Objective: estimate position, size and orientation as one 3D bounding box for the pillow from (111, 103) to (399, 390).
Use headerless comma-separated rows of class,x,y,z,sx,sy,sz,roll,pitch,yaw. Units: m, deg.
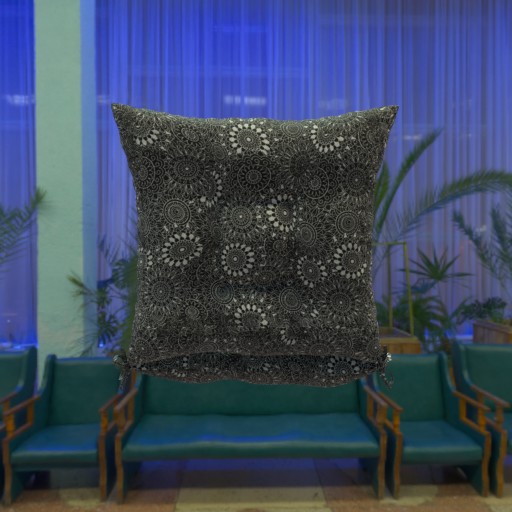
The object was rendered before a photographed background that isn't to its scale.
pillow,0.000,0.000,1.017,0.541,0.536,0.585,0,1,0
